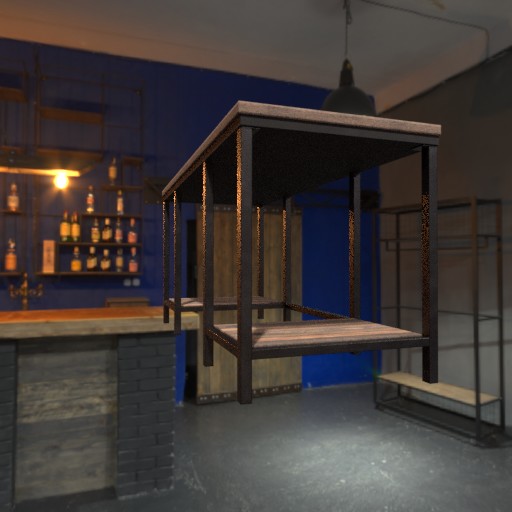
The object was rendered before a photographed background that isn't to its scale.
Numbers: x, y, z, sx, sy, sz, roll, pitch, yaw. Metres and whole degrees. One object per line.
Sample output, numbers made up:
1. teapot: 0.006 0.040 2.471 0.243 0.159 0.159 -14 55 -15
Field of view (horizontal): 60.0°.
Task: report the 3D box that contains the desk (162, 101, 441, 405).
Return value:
1. desk: 0.000 0.000 1.921 0.617 0.753 1.538 0 -1 -19
